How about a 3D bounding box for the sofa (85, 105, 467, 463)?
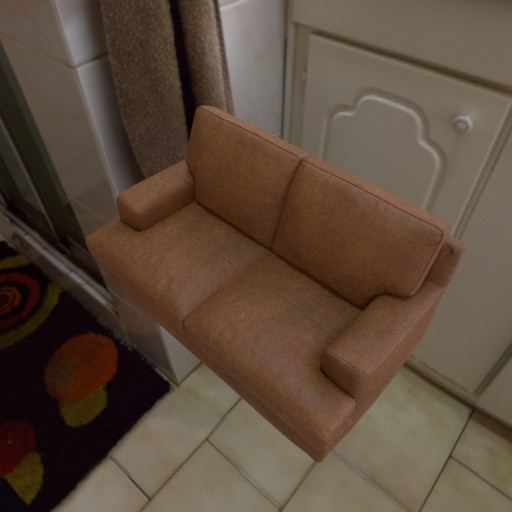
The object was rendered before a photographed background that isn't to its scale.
[{"bbox_3d":[0.000,0.000,2.517,1.880,0.966,1.144,34,56,27],"label":"sofa"}]
